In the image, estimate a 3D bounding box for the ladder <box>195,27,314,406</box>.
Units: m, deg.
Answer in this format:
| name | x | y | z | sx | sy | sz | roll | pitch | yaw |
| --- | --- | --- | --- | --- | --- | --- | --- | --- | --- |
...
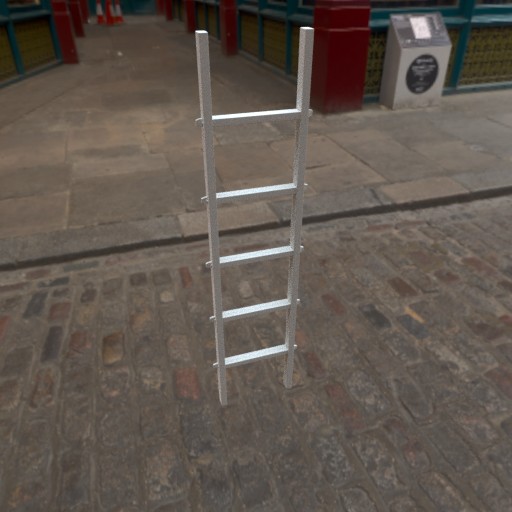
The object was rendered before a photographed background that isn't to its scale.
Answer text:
| name | x | y | z | sx | sy | sz | roll | pitch | yaw |
| --- | --- | --- | --- | --- | --- | --- | --- | --- | --- |
| ladder | 0.000 | 0.000 | 1.968 | 0.452 | 1.797 | 0.051 | -10 | 34 | -15 |
